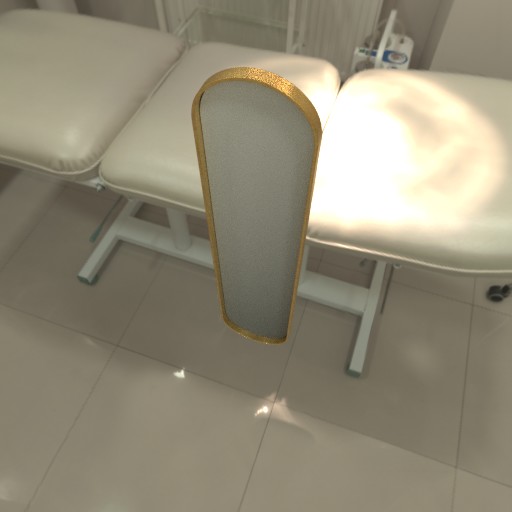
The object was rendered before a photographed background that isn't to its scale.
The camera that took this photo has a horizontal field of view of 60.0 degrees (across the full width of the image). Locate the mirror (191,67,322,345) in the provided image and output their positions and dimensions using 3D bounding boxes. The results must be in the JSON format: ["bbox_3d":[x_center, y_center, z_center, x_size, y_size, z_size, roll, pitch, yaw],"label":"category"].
[{"bbox_3d":[0.000,0.000,1.071,0.222,0.991,0.032,16,58,10],"label":"mirror"}]
